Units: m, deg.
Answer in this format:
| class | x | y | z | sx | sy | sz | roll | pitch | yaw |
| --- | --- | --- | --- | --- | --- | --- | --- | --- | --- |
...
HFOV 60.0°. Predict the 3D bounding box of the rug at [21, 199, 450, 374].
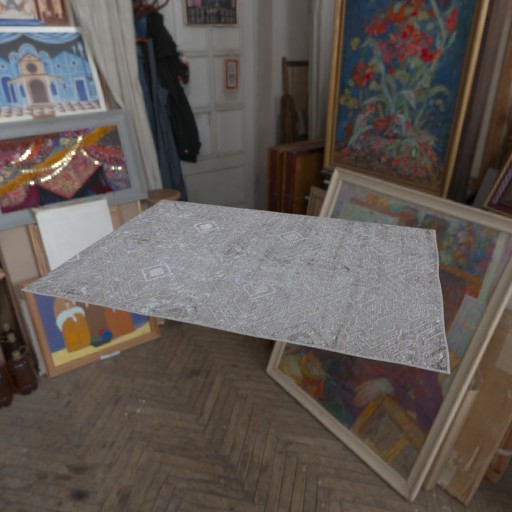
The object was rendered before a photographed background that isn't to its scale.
| class | x | y | z | sx | sy | sz | roll | pitch | yaw |
| --- | --- | --- | --- | --- | --- | --- | --- | --- | --- |
| rug | 0.000 | 0.000 | 4.289 | 3.359 | 0.020 | 2.448 | 8 | 27 | 16 |
